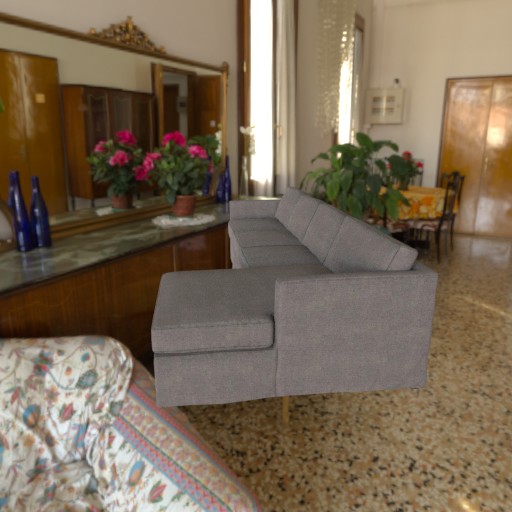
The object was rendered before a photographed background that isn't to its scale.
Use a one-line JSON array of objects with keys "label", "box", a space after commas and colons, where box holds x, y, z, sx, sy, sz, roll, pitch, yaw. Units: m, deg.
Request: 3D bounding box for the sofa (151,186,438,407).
[{"label": "sofa", "box": [0.000, 0.000, 3.949, 1.650, 0.922, 3.205, -2, 15, -8]}]
